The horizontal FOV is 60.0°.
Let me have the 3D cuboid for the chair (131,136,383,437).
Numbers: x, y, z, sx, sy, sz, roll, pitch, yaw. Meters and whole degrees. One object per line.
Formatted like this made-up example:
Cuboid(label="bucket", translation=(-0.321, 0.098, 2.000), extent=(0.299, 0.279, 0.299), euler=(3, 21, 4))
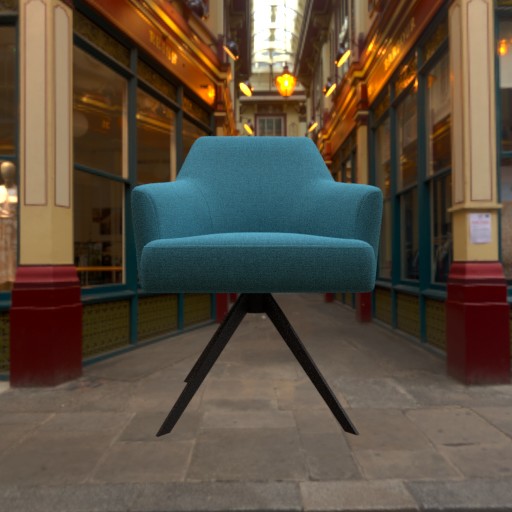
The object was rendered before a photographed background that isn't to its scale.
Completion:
Cuboid(label="chair", translation=(0.000, 0.000, 1.319), extent=(0.642, 0.874, 0.677), euler=(0, 0, -1))
